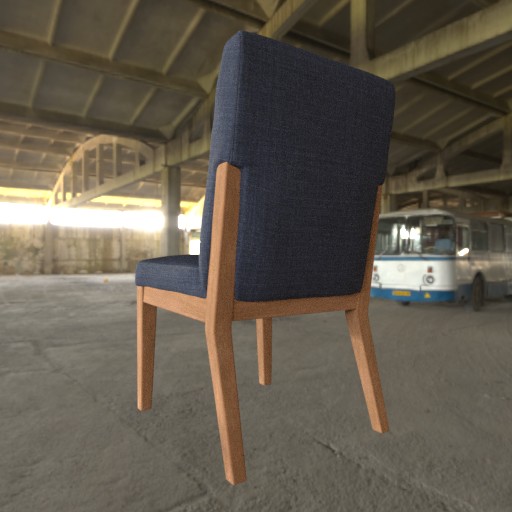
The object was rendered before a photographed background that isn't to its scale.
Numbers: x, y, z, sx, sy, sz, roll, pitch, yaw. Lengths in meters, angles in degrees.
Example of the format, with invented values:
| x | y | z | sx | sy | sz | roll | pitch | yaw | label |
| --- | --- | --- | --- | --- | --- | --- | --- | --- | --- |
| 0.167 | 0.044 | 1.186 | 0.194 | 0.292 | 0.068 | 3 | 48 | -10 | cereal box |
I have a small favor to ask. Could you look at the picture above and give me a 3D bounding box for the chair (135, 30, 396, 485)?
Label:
| x | y | z | sx | sy | sz | roll | pitch | yaw | label |
| --- | --- | --- | --- | --- | --- | --- | --- | --- | --- |
| 0.000 | 0.000 | 1.232 | 0.507 | 0.911 | 0.586 | 0 | 0 | -35 | chair |
